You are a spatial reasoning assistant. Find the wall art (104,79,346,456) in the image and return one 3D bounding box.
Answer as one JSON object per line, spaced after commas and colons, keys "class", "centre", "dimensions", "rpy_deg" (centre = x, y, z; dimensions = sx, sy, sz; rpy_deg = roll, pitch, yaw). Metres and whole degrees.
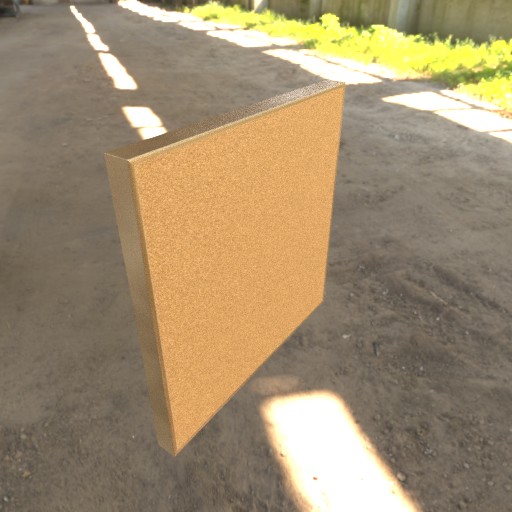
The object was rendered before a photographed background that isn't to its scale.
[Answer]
{"class": "wall art", "centre": [0.000, 0.000, 0.784], "dimensions": [0.038, 0.511, 0.513], "rpy_deg": [21, 38, 30]}
